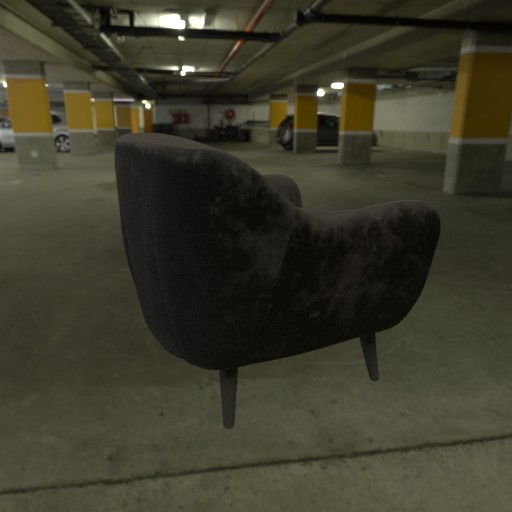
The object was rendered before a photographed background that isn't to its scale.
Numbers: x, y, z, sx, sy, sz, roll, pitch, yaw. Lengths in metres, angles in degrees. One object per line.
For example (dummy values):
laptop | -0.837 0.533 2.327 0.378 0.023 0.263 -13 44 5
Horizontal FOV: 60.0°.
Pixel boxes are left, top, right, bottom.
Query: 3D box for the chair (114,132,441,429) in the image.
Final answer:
chair | 0.000 0.000 1.491 0.819 0.807 0.840 -8 18 -26
